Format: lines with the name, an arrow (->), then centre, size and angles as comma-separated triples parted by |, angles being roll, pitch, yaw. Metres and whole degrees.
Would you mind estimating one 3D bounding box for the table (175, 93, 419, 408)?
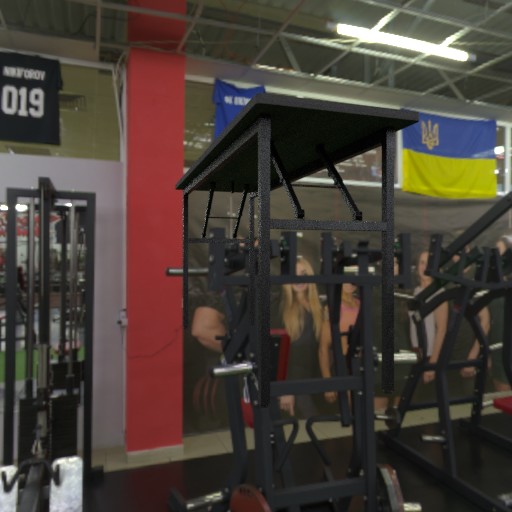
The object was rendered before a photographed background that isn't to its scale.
table -> 0.000, 0.000, 1.749 | 0.449, 0.750, 1.399 | 0, 0, -18
